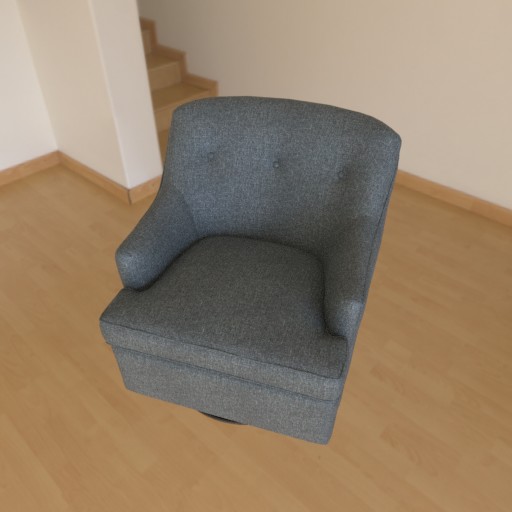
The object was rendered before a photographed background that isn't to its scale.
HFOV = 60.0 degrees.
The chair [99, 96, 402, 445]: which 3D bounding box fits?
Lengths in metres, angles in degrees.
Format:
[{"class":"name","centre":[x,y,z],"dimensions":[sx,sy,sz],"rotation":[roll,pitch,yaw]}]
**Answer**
[{"class":"chair","centre":[0.000,0.000,1.619],"dimensions":[0.864,0.856,0.923],"rotation":[11,41,13]}]
